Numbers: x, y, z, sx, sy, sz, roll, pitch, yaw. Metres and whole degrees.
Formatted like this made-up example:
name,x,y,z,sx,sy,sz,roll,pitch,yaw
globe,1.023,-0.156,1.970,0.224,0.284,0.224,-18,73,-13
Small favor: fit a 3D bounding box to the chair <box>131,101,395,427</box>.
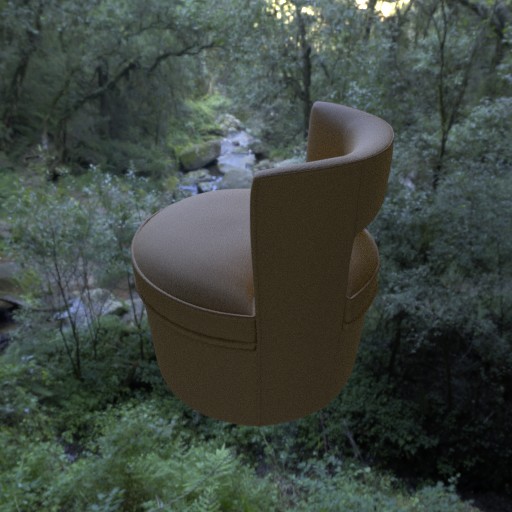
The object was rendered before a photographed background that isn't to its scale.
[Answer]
name,x,y,z,sx,sy,sz,roll,pitch,yaw
chair,0.000,0.000,1.218,0.665,0.723,0.650,9,33,15
